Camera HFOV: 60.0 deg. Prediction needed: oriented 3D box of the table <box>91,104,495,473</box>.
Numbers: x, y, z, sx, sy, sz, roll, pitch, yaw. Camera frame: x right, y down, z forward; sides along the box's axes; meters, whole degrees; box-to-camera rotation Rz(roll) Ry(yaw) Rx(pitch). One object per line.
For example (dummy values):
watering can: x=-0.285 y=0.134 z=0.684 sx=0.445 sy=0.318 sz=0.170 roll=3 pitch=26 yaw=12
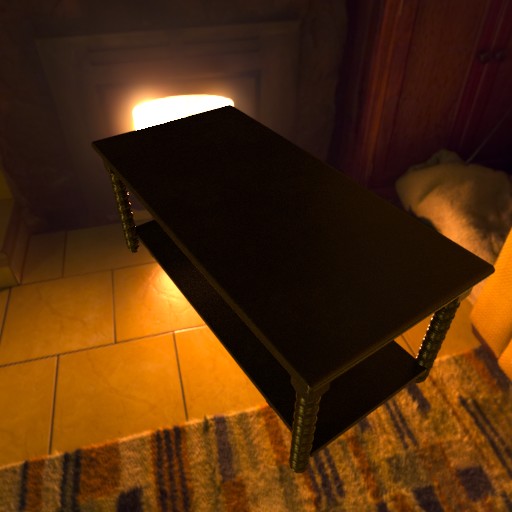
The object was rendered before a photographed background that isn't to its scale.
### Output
table: x=0.000 y=0.000 z=1.440 sx=0.580 sy=0.487 sz=1.171 roll=-25 pitch=47 yaw=-25
